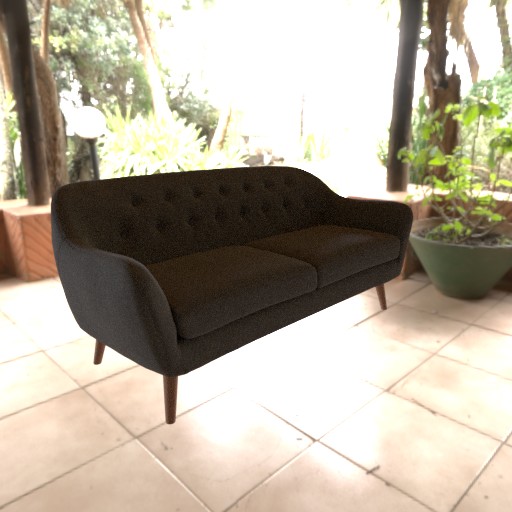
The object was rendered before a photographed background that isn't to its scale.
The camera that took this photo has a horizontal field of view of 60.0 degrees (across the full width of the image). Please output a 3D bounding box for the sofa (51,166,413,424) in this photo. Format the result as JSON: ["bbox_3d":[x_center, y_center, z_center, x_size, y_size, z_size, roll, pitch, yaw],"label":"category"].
[{"bbox_3d":[0.000,0.000,2.237,1.840,0.820,0.820,-15,22,-43],"label":"sofa"}]
